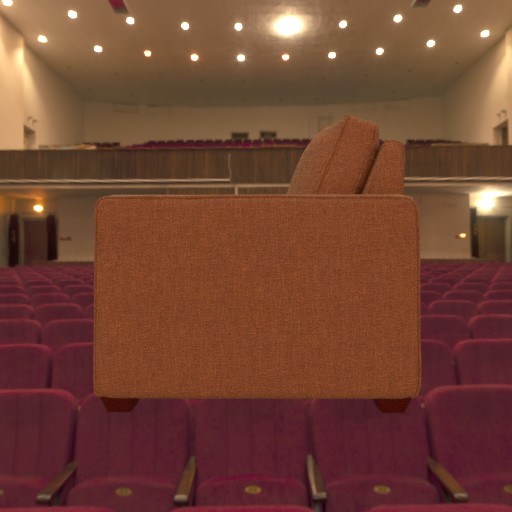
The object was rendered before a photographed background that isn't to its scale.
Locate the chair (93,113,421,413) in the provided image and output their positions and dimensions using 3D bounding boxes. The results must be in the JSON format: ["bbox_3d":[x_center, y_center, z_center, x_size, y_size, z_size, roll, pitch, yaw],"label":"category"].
[{"bbox_3d":[0.000,0.000,1.722,0.940,0.914,1.016,0,-1,0],"label":"chair"}]
